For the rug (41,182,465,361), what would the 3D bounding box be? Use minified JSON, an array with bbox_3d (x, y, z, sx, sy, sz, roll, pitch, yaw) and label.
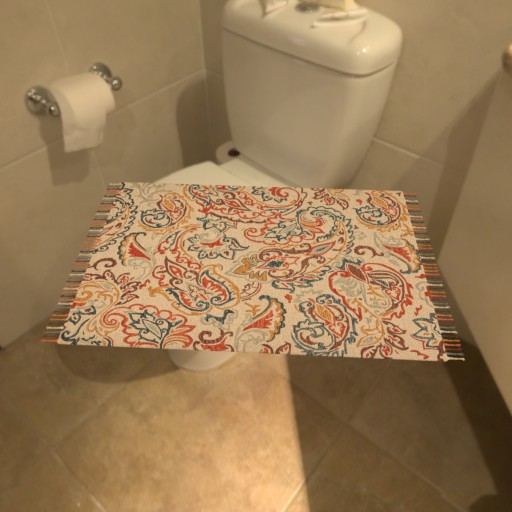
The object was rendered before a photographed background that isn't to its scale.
[{"bbox_3d":[0.000,0.000,2.476,1.997,0.010,1.218,2,48,2],"label":"rug"}]
